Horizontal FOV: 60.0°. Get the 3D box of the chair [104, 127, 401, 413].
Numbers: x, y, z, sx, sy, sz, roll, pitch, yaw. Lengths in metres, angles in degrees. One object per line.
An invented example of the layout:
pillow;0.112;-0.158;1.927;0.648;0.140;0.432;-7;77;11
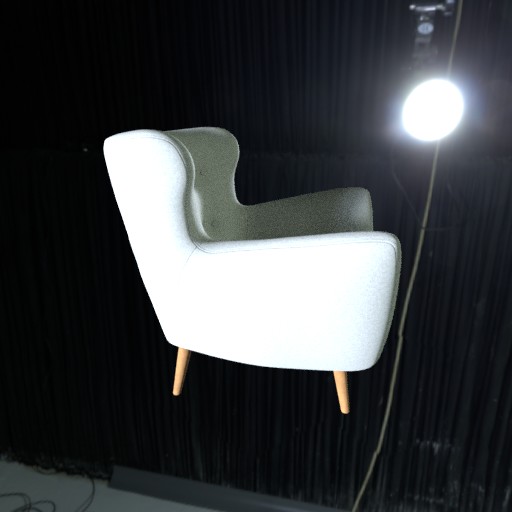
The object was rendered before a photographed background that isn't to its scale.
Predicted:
chair;0.000;0.000;1.606;0.889;0.889;0.890;2;17;8
